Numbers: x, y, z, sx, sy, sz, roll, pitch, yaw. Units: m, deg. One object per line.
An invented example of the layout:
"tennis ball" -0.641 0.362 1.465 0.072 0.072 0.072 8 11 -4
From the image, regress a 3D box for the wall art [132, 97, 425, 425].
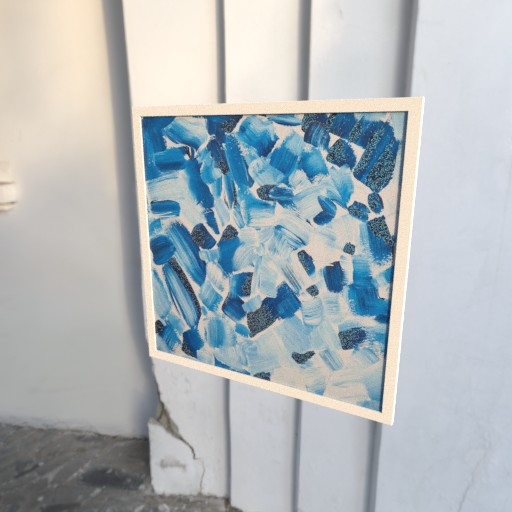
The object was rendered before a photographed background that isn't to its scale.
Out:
"wall art" 0.000 0.000 0.698 0.457 0.457 0.012 8 17 26
